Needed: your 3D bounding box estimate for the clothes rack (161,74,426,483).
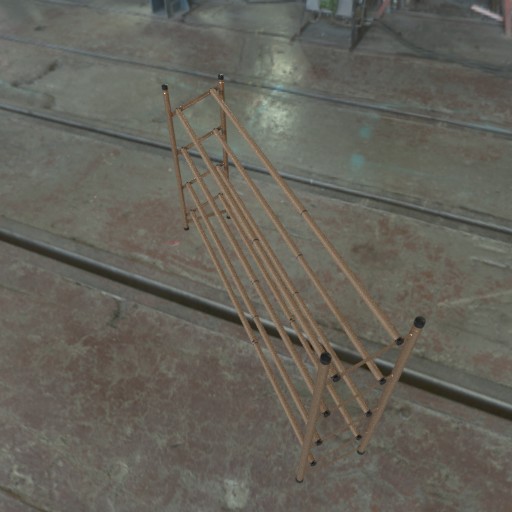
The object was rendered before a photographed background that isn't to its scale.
[{"bbox_3d":[0.000,0.000,1.426,0.229,0.672,1.168,-17,49,-15],"label":"clothes rack"}]
